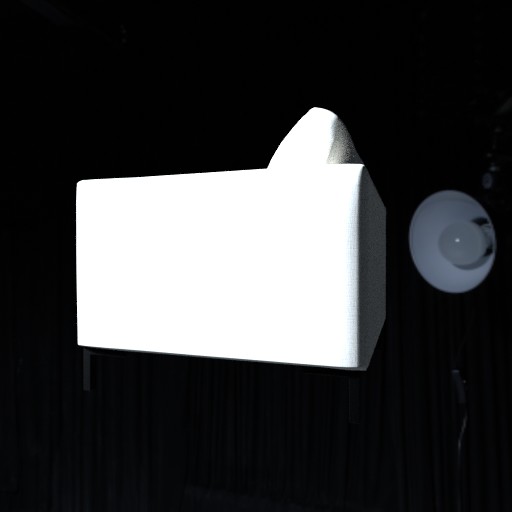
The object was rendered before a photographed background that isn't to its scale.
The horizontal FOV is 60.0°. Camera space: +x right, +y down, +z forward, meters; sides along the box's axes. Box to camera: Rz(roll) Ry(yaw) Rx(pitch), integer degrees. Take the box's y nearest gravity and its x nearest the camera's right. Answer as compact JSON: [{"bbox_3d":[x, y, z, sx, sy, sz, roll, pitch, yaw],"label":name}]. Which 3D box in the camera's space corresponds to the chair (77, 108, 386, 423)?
[{"bbox_3d":[0.000,0.000,1.626,0.875,0.806,0.964,0,0,19],"label":"chair"}]
